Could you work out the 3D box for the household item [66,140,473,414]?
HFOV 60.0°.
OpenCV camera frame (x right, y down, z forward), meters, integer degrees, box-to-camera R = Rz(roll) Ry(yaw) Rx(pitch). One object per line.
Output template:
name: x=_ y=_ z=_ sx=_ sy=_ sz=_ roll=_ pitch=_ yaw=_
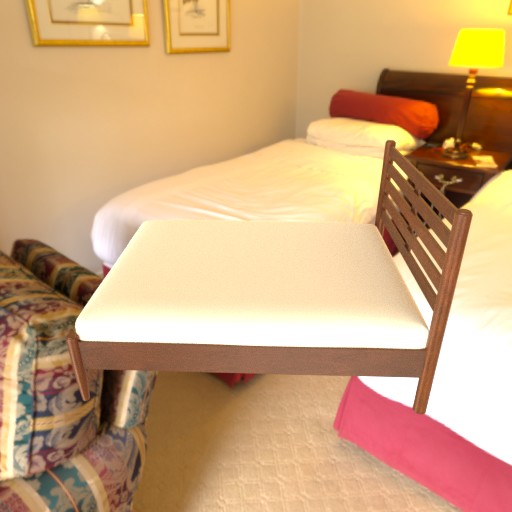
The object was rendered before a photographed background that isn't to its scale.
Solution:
household item: x=0.000 y=0.000 z=3.264 sx=2.232 sy=1.356 sz=1.663 roll=1 pitch=27 yaw=2
